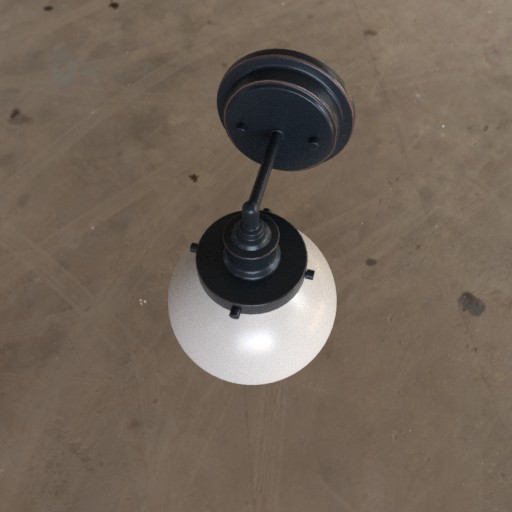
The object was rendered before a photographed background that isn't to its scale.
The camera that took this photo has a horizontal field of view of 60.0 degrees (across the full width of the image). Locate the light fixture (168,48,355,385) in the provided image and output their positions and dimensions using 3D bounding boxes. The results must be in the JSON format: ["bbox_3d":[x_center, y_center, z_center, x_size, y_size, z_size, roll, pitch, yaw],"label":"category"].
[{"bbox_3d":[0.000,0.000,0.471,0.197,0.332,0.230,13,60,8],"label":"light fixture"}]
